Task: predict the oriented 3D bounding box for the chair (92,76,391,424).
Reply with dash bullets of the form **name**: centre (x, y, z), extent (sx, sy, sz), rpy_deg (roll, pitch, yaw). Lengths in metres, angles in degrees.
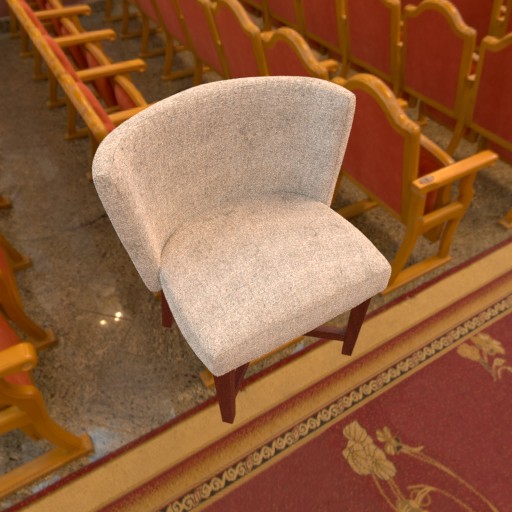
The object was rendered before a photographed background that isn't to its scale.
- **chair**: centre (0.000, 0.000, 1.313), extent (0.728, 0.827, 0.575), rpy_deg (-23, 51, -20)
